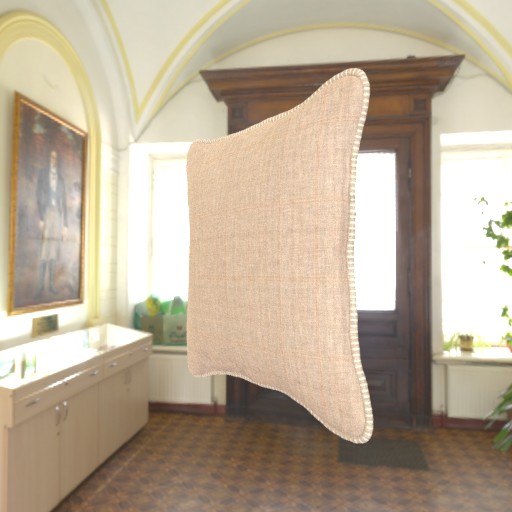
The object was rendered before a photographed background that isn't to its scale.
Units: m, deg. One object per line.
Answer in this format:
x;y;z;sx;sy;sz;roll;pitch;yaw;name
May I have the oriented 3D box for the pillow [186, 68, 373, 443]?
0.000;0.000;0.753;0.124;0.494;0.485;1;-2;-37;pillow
